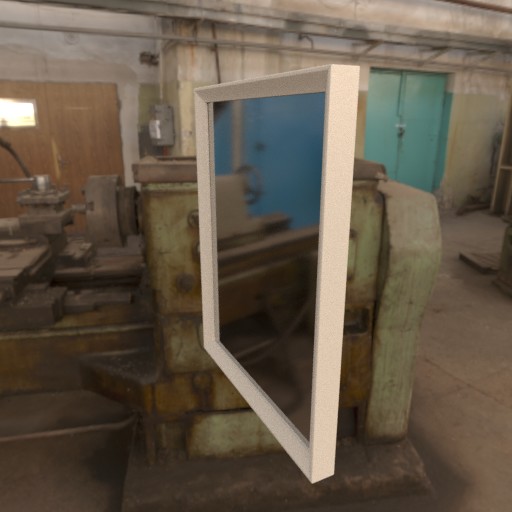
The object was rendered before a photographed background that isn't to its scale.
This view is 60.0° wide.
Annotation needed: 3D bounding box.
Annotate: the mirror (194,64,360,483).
[{"bbox_3d":[0.000,0.000,0.688,0.041,0.509,0.406,-8,19,-25],"label":"mirror"}]
